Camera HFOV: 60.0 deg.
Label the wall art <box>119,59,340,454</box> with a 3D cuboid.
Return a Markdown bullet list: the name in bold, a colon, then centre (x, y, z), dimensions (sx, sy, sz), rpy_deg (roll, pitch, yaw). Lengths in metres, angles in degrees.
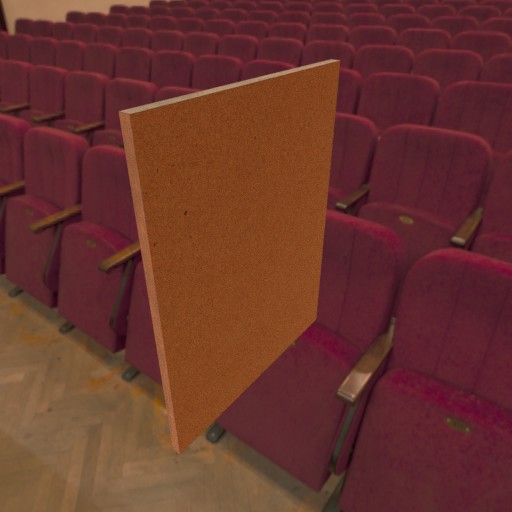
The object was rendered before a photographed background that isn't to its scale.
- **wall art**: centre (0.000, 0.000, 0.817), dimensions (0.020, 0.613, 0.481), rpy_deg (22, 38, 31)
